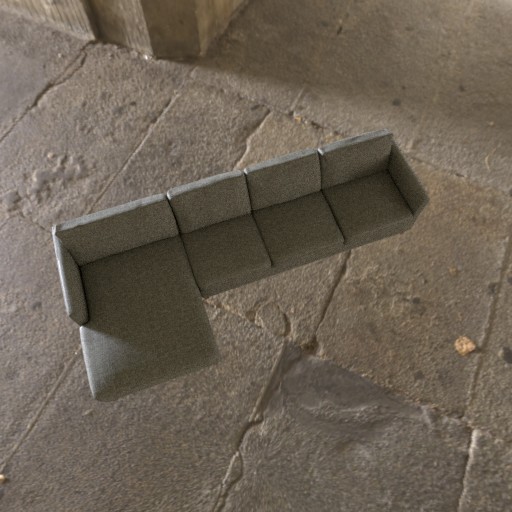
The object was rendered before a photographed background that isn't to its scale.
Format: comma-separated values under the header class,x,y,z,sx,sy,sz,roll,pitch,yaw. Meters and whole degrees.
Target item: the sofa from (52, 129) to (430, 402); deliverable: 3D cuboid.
class,x,y,z,sx,sy,sz,roll,pitch,yaw
sofa,0.000,0.000,4.237,3.485,0.960,1.635,-18,66,-8
